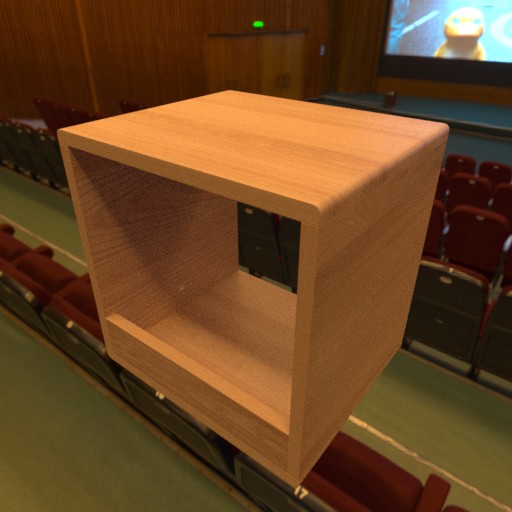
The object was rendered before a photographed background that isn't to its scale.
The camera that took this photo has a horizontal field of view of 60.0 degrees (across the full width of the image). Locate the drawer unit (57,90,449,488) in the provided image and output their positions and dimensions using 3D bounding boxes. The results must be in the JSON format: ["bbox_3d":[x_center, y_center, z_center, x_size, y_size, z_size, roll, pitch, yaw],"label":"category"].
[{"bbox_3d":[0.000,0.000,0.593,0.344,0.344,0.290,22,37,32],"label":"drawer unit"}]
